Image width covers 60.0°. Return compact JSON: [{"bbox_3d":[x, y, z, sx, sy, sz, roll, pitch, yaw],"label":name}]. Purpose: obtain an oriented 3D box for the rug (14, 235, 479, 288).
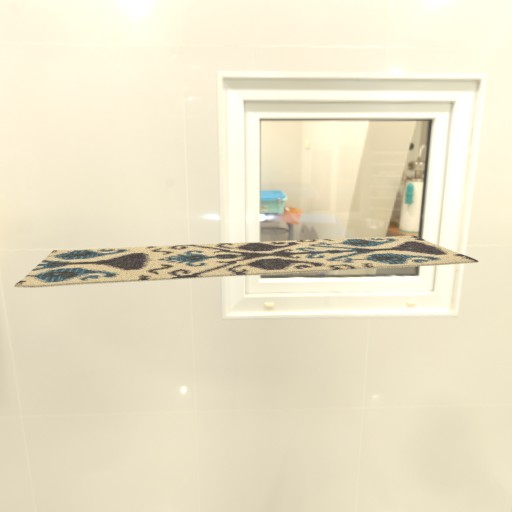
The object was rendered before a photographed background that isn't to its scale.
[{"bbox_3d":[0.000,0.000,2.481,2.301,0.017,0.692,-3,15,-10],"label":"rug"}]
